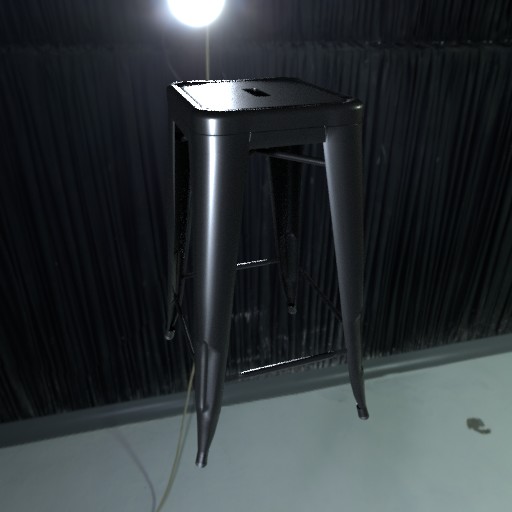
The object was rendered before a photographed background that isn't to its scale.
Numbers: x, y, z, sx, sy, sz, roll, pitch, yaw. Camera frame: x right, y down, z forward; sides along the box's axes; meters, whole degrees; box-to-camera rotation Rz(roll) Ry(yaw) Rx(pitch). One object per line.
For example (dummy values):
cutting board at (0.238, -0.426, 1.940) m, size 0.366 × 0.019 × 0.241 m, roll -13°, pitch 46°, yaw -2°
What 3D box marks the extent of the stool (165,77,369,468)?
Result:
stool at (0.000, 0.000, 0.860) m, size 0.359 × 0.609 × 0.399 m, roll -10°, pitch 31°, yaw -16°
